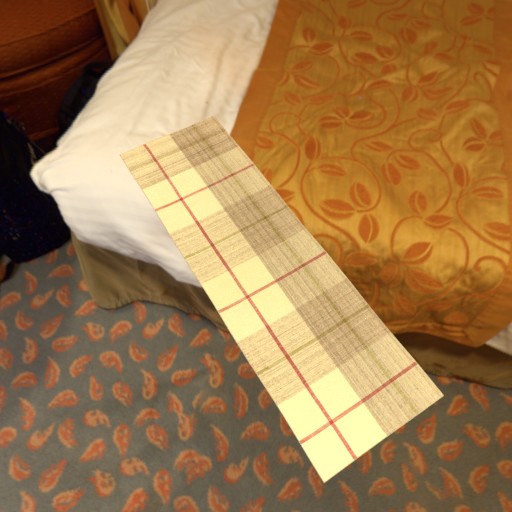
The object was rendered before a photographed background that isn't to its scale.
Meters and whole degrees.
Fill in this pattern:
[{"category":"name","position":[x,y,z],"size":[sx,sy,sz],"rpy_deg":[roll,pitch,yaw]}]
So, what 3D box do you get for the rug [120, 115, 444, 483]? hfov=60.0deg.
[{"category":"rug","position":[0.000,0.000,2.707],"size":[0.762,0.013,2.439],"rpy_deg":[-28,63,-16]}]
